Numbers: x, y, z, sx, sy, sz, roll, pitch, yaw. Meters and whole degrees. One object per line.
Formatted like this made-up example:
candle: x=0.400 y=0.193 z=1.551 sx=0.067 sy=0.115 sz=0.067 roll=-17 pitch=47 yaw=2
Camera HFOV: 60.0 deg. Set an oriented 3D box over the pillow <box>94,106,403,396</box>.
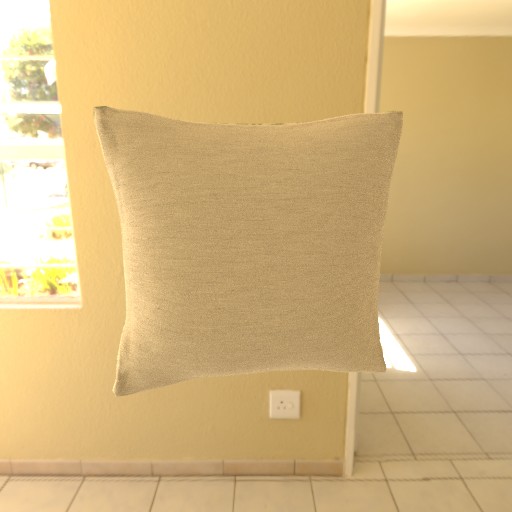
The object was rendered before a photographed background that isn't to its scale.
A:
pillow: x=0.000 y=0.000 z=0.660 sx=0.440 sy=0.419 sz=0.162 roll=-2 pitch=14 yaw=-9
